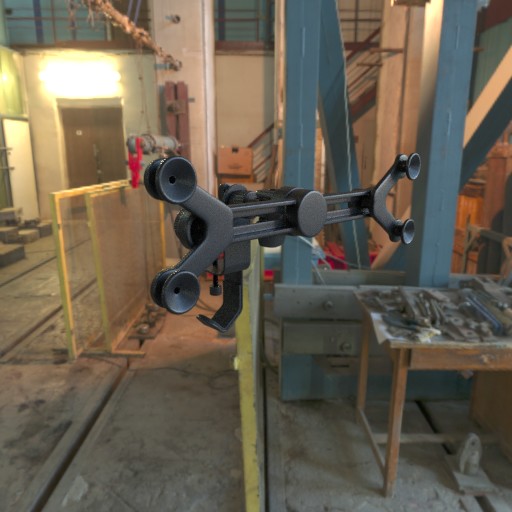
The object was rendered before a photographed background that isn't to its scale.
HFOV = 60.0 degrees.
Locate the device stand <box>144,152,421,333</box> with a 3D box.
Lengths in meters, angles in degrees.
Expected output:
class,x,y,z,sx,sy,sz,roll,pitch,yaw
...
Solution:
class,x,y,z,sx,sy,sz,roll,pitch,yaw
device stand,0.000,0.000,0.366,0.270,0.166,0.142,-13,19,-43
